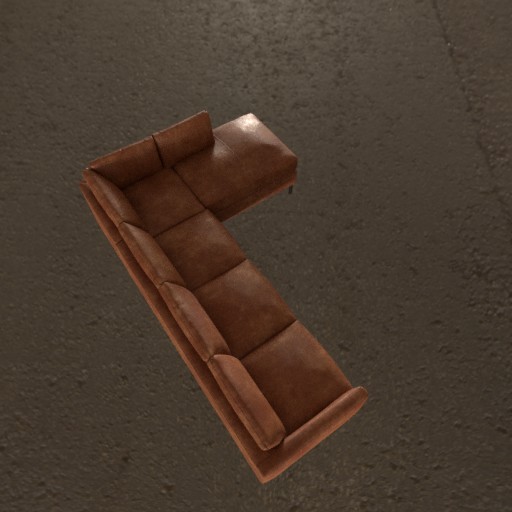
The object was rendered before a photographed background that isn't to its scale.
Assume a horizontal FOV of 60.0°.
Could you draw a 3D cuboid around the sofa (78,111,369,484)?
[{"bbox_3d":[0.000,0.000,3.862,1.938,0.877,2.984,-31,63,-18],"label":"sofa"}]
